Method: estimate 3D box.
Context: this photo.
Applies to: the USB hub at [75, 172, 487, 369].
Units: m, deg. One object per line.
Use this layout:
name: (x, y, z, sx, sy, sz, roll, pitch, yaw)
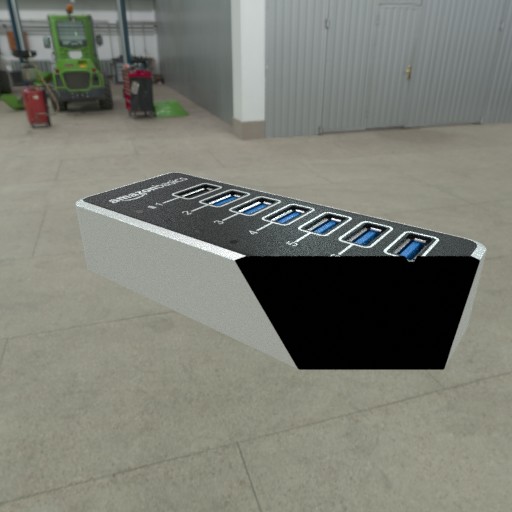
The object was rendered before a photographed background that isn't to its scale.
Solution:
USB hub: (0.000, 0.000, 0.126, 0.110, 0.023, 0.044, 18, 31, 33)
